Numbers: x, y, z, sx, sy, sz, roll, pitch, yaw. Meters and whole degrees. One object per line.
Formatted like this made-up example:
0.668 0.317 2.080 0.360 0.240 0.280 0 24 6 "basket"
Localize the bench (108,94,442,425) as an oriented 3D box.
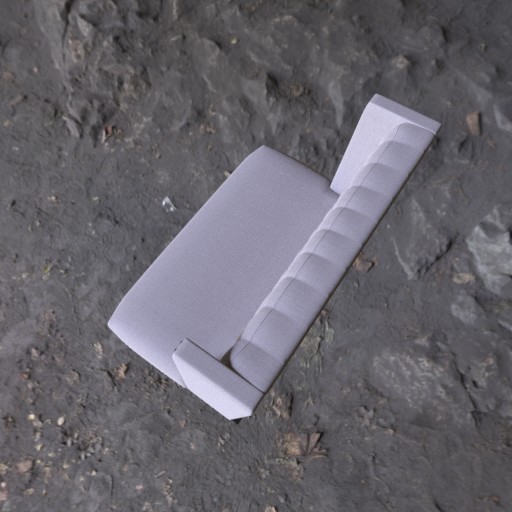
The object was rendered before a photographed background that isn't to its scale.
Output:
0.000 0.000 2.034 0.847 1.123 1.280 32 68 15 "bench"
